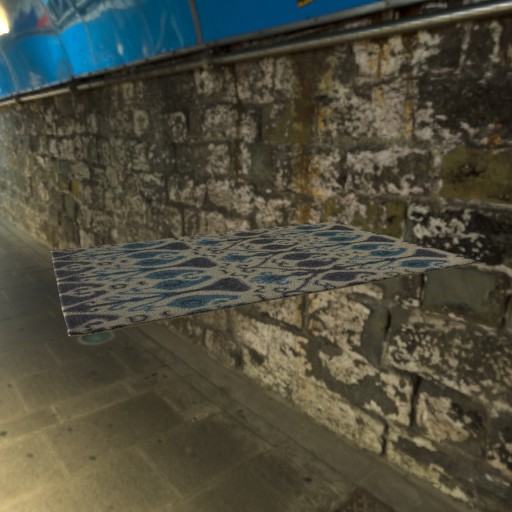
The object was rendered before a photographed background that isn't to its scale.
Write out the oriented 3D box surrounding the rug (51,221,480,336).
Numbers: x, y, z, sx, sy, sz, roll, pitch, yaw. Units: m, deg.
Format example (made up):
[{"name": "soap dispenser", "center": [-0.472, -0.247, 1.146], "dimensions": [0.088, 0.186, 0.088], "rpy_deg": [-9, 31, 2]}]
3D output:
[{"name": "rug", "center": [0.000, 0.000, 2.055], "dimensions": [1.698, 0.013, 1.072], "rpy_deg": [-7, 17, -26]}]
